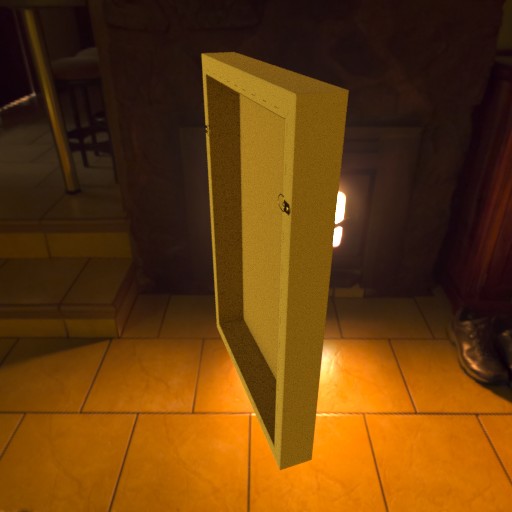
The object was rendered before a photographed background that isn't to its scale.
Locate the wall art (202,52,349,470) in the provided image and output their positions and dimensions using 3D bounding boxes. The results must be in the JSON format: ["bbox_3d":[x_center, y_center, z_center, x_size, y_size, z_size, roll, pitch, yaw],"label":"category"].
[{"bbox_3d":[0.000,0.000,0.483,0.039,0.381,0.252,-10,32,-17],"label":"wall art"}]
